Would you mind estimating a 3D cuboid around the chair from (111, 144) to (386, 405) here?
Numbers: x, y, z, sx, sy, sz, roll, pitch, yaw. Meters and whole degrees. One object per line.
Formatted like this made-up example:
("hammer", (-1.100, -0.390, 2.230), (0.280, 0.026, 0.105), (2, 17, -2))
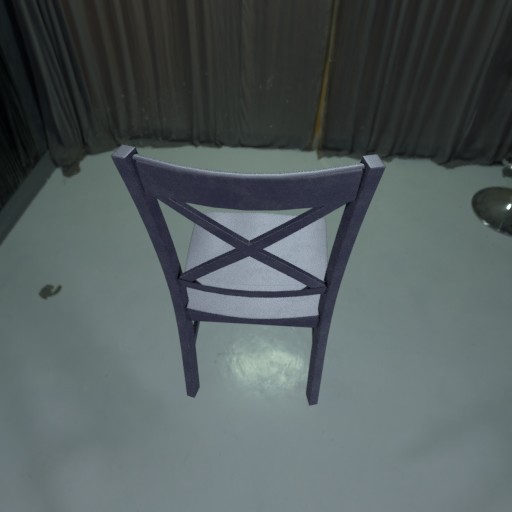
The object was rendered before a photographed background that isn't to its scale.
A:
("chair", (0.000, 0.000, 1.300), (0.485, 0.983, 0.542), (3, 46, 3))
